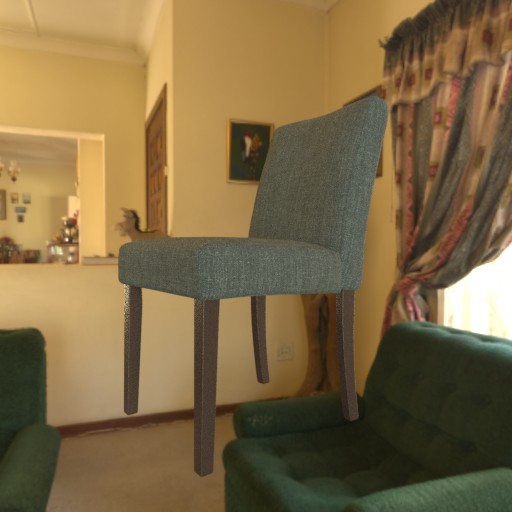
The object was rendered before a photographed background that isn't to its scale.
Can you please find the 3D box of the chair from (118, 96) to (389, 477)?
[{"bbox_3d":[0.000,0.000,1.242,0.629,0.884,0.487,-1,2,-37],"label":"chair"}]
